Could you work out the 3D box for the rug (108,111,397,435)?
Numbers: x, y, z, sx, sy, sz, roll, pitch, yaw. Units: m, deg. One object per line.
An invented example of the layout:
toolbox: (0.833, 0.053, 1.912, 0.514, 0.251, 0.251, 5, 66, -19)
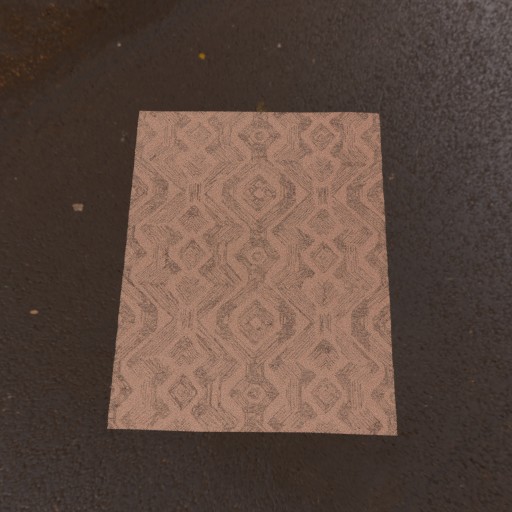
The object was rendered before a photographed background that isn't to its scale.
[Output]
rug: (0.000, 0.000, 4.096, 2.430, 0.030, 3.054, 1, 75, 0)
